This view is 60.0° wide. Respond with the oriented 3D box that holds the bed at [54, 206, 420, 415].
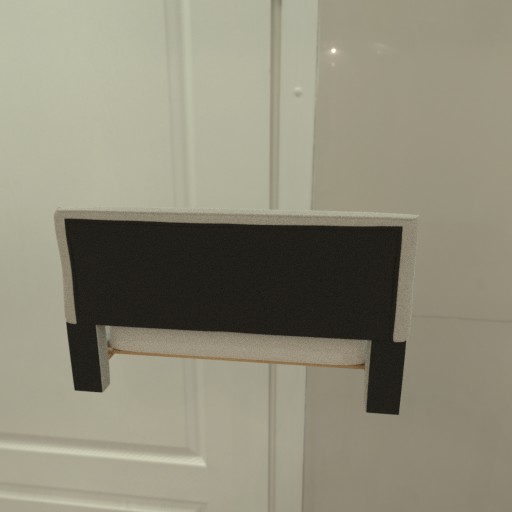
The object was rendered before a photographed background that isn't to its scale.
[{"bbox_3d":[0.000,0.000,3.366,1.840,1.067,2.368,2,15,7],"label":"bed"}]
